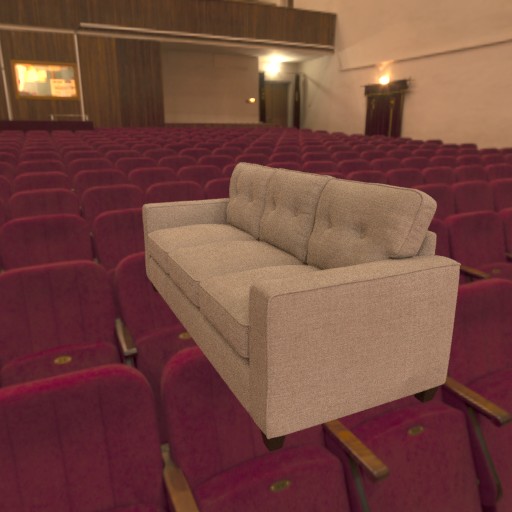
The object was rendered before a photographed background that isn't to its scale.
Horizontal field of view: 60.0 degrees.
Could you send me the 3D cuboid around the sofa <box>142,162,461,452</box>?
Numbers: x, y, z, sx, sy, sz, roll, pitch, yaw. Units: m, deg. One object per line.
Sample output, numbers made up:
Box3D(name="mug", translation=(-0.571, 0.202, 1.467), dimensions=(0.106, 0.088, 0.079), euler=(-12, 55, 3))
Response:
Box3D(name="sofa", translation=(0.000, 0.000, 2.625), dimensions=(0.939, 0.965, 2.133), euler=(-7, 17, -24))
